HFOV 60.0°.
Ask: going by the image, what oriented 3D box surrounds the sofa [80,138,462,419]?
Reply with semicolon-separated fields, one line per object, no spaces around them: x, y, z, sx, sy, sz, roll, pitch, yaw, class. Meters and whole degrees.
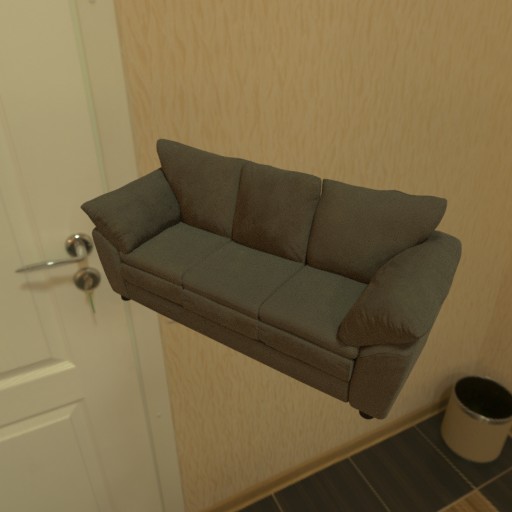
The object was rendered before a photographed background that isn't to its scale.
0.000;0.000;2.863;2.336;1.073;0.878;19;35;29;sofa
